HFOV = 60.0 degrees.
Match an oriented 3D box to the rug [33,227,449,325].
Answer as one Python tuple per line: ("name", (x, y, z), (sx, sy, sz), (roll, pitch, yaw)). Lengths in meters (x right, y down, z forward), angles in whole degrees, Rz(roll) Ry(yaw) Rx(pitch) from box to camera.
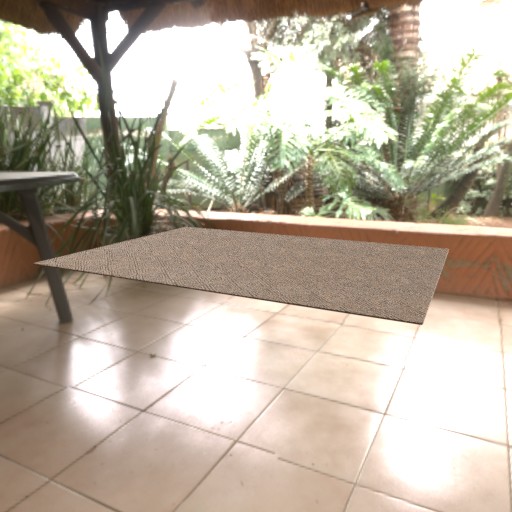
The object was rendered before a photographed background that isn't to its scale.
("rug", (0.000, 0.000, 2.904), (2.238, 0.008, 1.593), (6, 14, 26))
